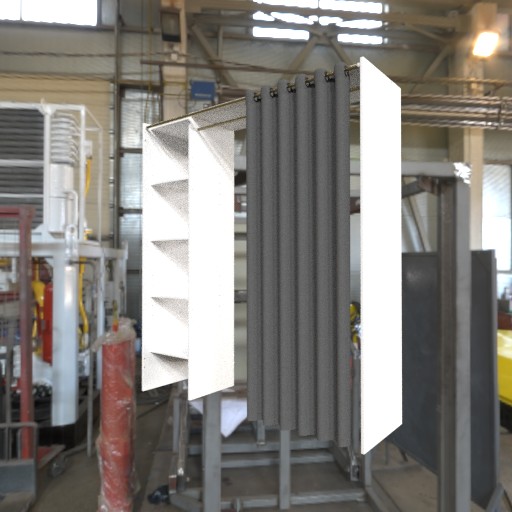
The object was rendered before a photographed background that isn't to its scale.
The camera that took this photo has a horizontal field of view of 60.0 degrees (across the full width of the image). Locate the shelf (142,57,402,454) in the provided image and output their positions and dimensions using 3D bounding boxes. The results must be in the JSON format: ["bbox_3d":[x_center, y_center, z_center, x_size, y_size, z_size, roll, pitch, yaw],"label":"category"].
[{"bbox_3d":[0.000,0.000,2.685,1.600,1.810,0.500,-1,-1,38],"label":"shelf"}]
